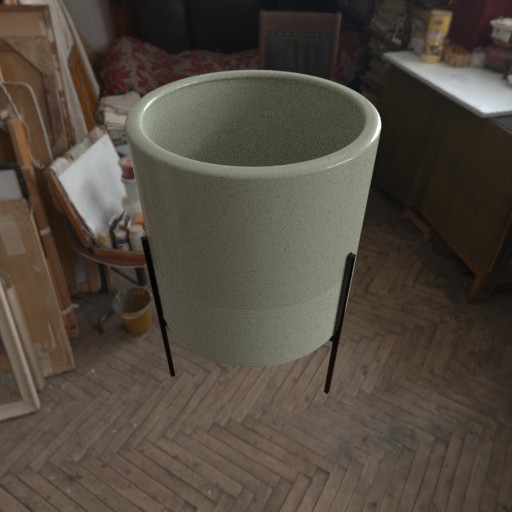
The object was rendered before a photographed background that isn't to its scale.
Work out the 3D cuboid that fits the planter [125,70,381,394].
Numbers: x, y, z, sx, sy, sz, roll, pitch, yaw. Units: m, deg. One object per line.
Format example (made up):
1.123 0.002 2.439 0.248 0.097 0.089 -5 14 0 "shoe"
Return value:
0.000 0.000 0.706 0.323 0.475 0.314 26 47 27 "planter"
